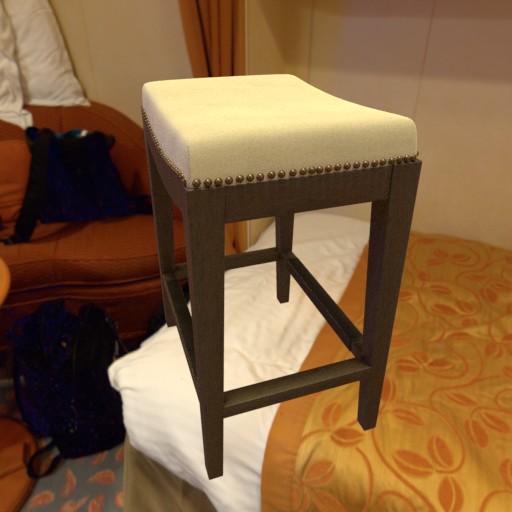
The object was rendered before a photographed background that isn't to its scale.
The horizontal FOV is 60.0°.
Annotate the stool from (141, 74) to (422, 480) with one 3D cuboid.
[{"bbox_3d":[0.000,0.000,0.926,0.361,0.642,0.500,-10,32,-16],"label":"stool"}]
